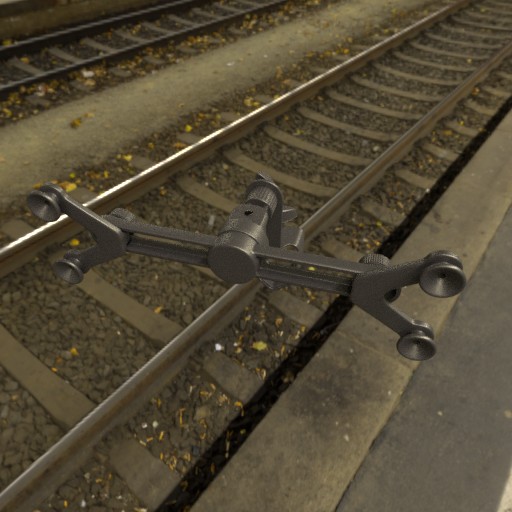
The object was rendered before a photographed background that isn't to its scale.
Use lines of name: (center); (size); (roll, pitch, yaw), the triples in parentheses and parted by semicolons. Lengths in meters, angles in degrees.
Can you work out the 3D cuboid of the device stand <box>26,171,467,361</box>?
device stand: (0.000, 0.000, 0.359); (0.270, 0.166, 0.142); (11, 42, 12)
